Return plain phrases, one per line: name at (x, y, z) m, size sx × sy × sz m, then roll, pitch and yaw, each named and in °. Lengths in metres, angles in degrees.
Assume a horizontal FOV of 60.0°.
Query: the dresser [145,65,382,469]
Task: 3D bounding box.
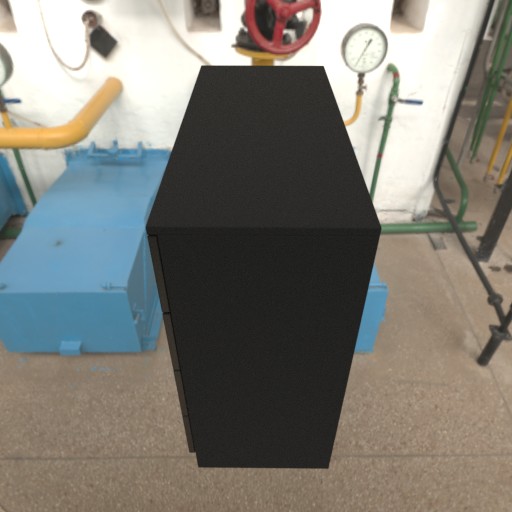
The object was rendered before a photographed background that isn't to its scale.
dresser at (0.000, 0.000, 1.139) m, size 0.360 × 0.720 × 0.750 m, roll 0°, pitch 39°, yaw 0°
